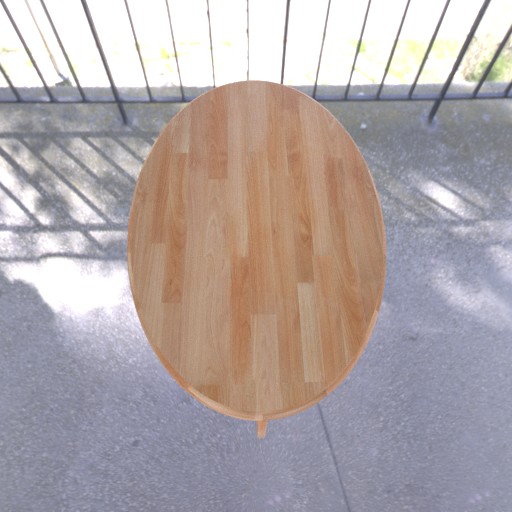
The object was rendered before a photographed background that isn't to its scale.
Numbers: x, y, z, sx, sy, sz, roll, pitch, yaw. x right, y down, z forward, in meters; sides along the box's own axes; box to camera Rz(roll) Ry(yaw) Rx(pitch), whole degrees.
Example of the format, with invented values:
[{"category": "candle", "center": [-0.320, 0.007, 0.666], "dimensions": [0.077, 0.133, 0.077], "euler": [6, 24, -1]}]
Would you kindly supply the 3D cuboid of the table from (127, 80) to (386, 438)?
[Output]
[{"category": "table", "center": [0.000, 0.000, 1.384], "dimensions": [0.690, 0.490, 1.040], "euler": [-1, 62, -1]}]
